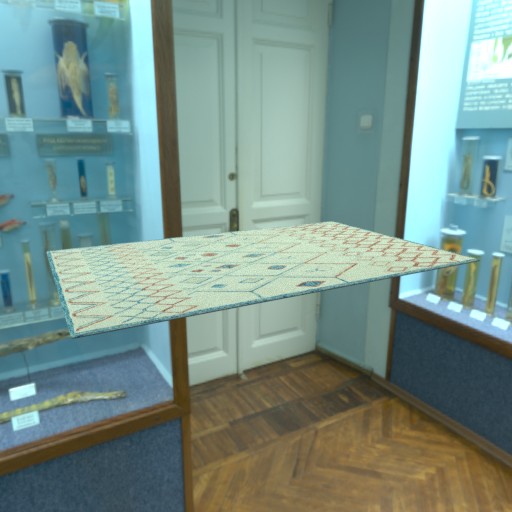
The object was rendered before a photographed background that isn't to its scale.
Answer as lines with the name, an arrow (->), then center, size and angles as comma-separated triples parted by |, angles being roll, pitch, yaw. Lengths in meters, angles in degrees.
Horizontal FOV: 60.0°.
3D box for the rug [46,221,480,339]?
rug -> 0.000, 0.000, 2.932 | 2.438, 0.015, 1.524 | -8, 17, -27
